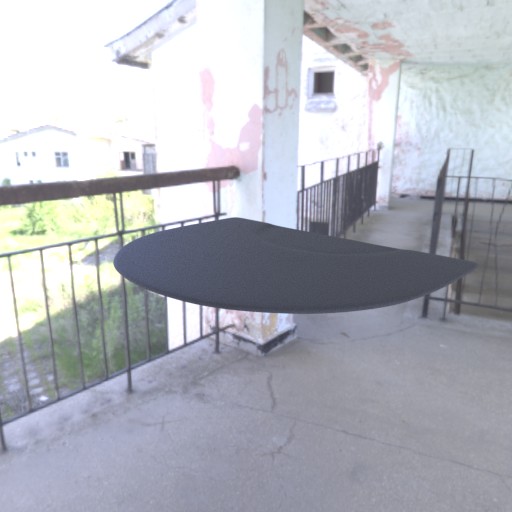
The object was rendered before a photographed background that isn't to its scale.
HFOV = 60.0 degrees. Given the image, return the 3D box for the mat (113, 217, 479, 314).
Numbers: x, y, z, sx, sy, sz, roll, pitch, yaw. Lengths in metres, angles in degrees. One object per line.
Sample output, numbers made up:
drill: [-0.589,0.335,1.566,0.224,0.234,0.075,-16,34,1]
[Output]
mat: [0.000,0.000,1.576,1.220,0.016,0.917,15,21,43]
